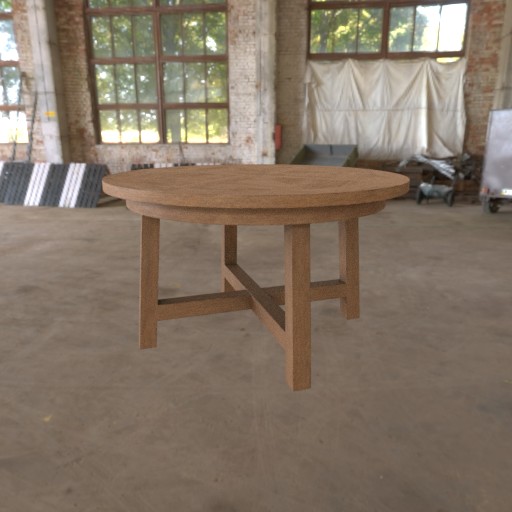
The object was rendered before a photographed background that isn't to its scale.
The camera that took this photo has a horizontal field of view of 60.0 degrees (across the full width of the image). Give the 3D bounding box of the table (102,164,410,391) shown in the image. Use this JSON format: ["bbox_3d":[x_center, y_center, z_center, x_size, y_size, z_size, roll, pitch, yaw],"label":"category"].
[{"bbox_3d":[0.000,0.000,2.105,1.319,0.762,1.319,0,16,0],"label":"table"}]
